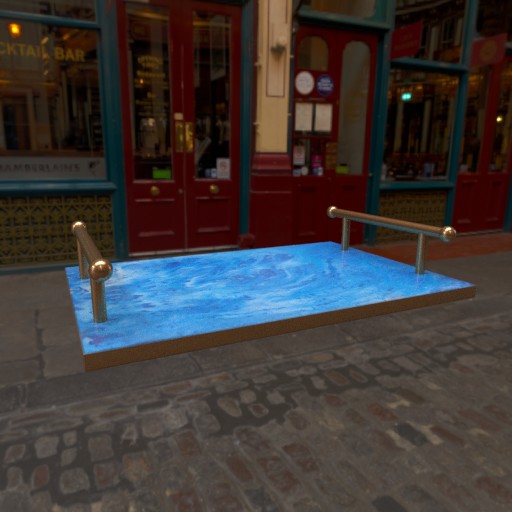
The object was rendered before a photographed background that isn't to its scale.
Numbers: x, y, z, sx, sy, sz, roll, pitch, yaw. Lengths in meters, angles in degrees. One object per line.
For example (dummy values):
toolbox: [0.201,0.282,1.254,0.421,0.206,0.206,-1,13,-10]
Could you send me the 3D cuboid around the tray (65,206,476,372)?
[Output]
tray: [0.000,0.000,0.568,0.444,0.084,0.304,-6,14,-25]
